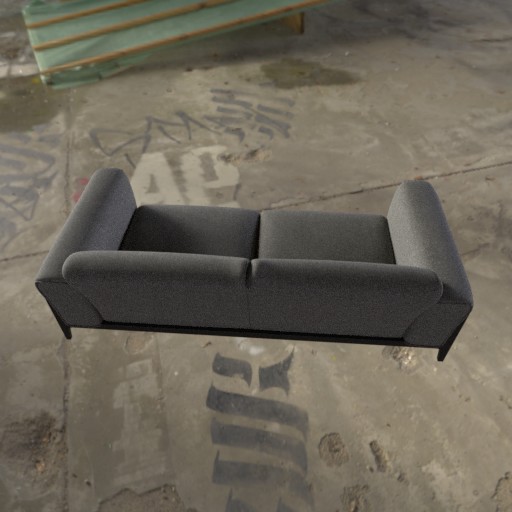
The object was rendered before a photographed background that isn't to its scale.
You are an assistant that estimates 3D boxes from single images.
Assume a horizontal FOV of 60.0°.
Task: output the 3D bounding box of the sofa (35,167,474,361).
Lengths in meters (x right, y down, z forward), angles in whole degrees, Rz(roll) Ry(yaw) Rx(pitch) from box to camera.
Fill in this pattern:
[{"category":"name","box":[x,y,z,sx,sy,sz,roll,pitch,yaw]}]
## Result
[{"category":"sofa","box":[0.000,0.000,2.536,2.125,0.703,0.985,3,45,3]}]
